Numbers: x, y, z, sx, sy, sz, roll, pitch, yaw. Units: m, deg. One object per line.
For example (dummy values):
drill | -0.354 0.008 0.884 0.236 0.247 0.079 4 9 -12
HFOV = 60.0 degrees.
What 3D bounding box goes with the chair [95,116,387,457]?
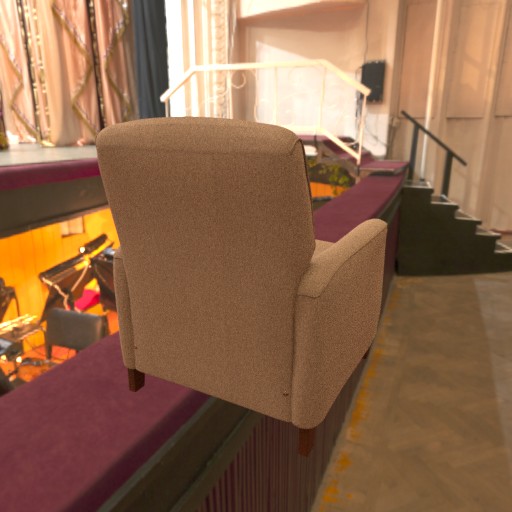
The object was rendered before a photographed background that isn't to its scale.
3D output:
chair | 0.000 0.000 1.689 0.848 1.014 0.864 9 20 27
